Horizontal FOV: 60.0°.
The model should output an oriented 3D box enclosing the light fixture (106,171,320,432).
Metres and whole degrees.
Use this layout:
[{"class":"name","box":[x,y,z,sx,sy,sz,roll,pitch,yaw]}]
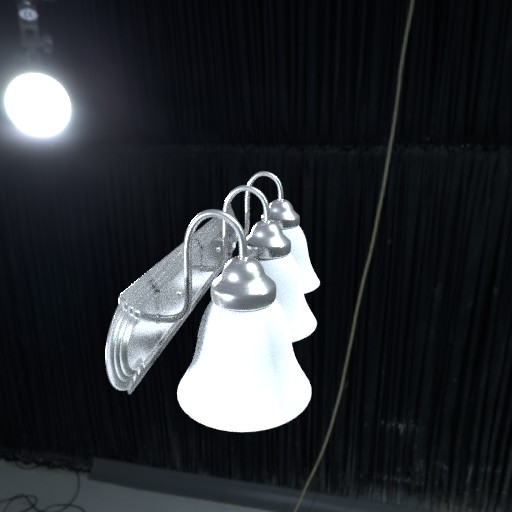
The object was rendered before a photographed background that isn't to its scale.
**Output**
[{"class":"light fixture","box":[0.000,0.000,0.701,0.199,0.222,0.610,3,17,9]}]
